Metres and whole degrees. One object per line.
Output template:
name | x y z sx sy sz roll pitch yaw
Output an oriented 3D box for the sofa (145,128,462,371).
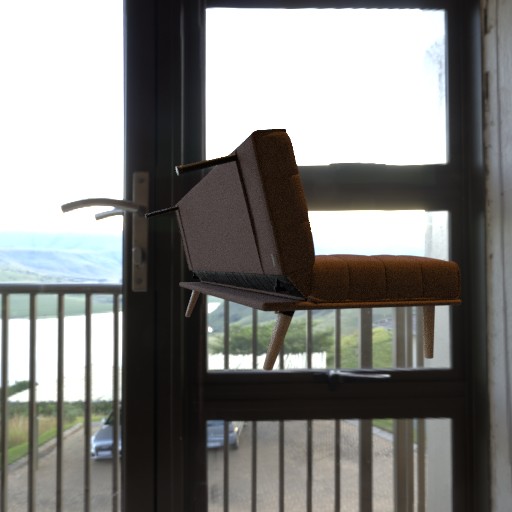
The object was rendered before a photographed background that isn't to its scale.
sofa | 0.000 0.000 2.339 1.038 0.810 1.820 0 -1 -18
